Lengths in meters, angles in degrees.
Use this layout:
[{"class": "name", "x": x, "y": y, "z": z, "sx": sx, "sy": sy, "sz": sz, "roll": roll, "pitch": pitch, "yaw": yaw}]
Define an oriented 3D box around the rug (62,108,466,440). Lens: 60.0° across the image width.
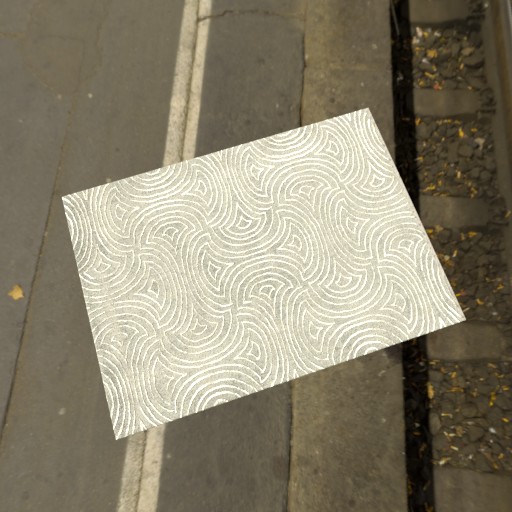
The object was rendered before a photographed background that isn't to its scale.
[{"class": "rug", "x": 0.000, "y": 0.000, "z": 2.766, "sx": 2.144, "sy": 0.015, "sz": 1.543, "roll": -17, "pitch": 74, "yaw": -5}]
